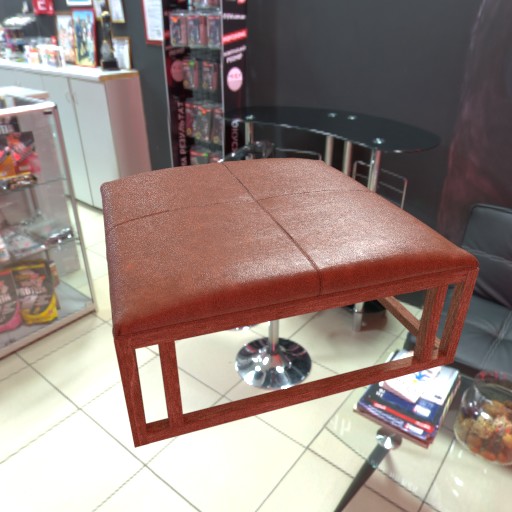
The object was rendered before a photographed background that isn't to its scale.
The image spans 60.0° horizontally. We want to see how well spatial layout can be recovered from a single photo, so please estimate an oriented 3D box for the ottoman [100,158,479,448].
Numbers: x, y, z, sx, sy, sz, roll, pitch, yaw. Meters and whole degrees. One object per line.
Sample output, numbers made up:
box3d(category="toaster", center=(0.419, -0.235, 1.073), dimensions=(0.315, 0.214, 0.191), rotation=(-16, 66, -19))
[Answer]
box3d(category="ottoman", center=(0.000, 0.000, 1.610), dimensions=(1.013, 0.442, 1.016), rotation=(-9, 30, -16))
